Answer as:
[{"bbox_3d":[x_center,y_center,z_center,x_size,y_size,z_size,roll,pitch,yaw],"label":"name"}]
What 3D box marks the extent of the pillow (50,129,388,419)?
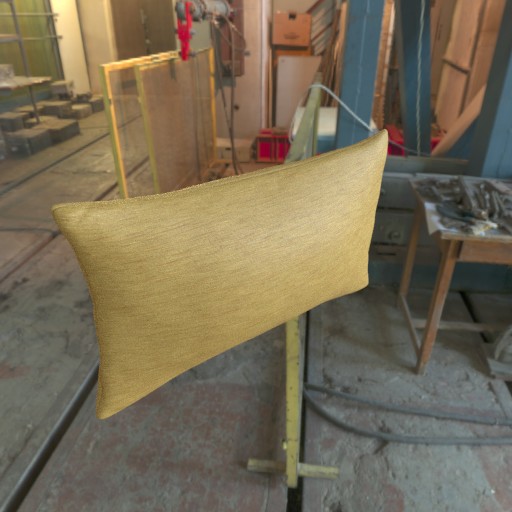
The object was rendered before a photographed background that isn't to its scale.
[{"bbox_3d":[0.000,0.000,0.775,0.634,0.354,0.210,-20,35,-33],"label":"pillow"}]
